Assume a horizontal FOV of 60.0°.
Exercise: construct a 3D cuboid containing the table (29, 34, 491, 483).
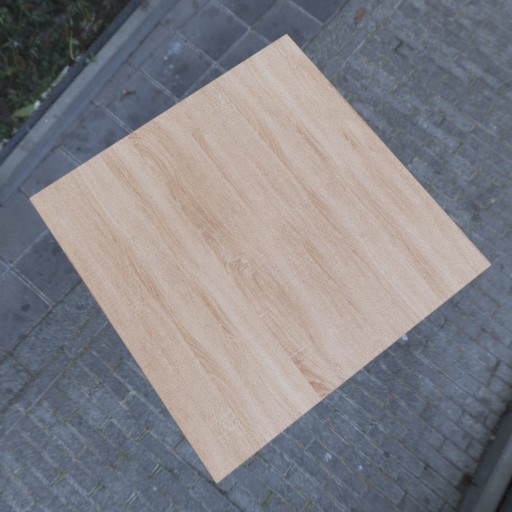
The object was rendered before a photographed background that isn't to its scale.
[{"bbox_3d":[0.000,0.000,1.154,0.700,0.450,0.700,-36,79,-8],"label":"table"}]
